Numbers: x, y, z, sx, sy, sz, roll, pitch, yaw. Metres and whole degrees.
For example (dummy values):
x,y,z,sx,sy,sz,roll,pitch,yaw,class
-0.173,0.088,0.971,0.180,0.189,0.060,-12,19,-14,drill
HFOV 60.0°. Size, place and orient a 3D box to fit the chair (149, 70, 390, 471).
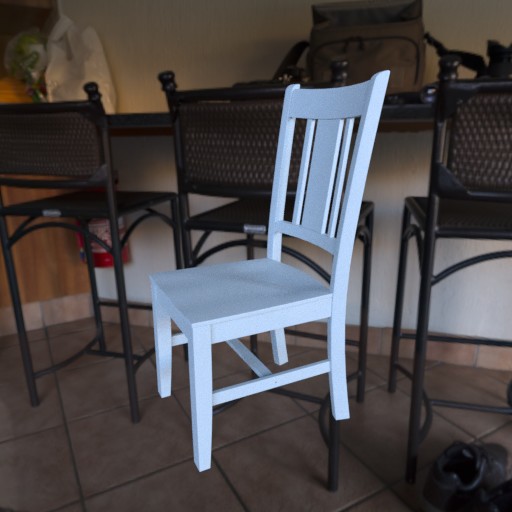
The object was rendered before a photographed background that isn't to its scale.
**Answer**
x,y,z,sx,sy,sz,roll,pitch,yaw,class
0.000,0.000,1.306,0.555,0.998,0.450,-8,18,-26,chair
